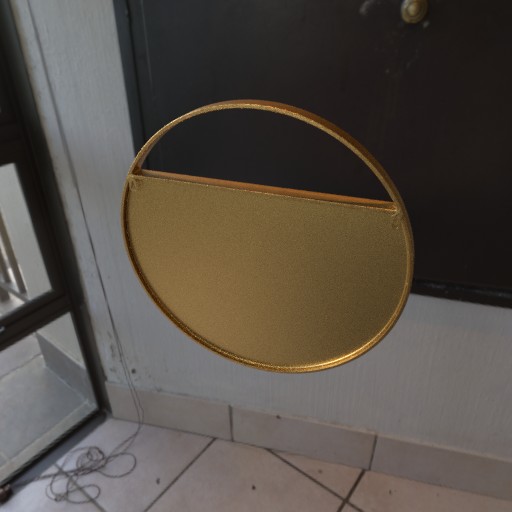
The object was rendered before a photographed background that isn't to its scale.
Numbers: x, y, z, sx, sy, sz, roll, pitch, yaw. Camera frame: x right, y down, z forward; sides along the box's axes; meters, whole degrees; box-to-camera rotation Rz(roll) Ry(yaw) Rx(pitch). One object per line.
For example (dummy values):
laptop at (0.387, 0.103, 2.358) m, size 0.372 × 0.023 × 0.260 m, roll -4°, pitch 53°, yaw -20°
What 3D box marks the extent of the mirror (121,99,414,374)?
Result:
mirror at (0.000, 0.000, 0.841) m, size 0.565 × 0.565 × 0.032 m, roll 10°, pitch 33°, yaw 16°
